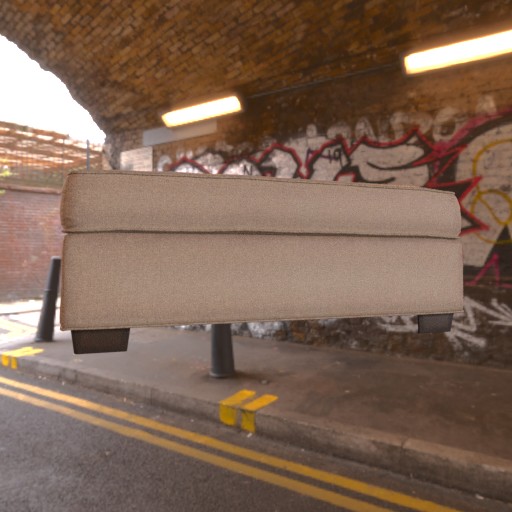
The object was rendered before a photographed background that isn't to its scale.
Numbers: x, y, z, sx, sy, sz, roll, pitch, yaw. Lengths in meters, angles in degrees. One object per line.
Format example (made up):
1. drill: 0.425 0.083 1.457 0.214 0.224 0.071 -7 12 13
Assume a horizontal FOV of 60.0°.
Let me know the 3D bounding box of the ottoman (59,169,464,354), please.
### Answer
1. ottoman: 0.000 0.000 1.416 1.097 0.448 0.617 0 0 -18
